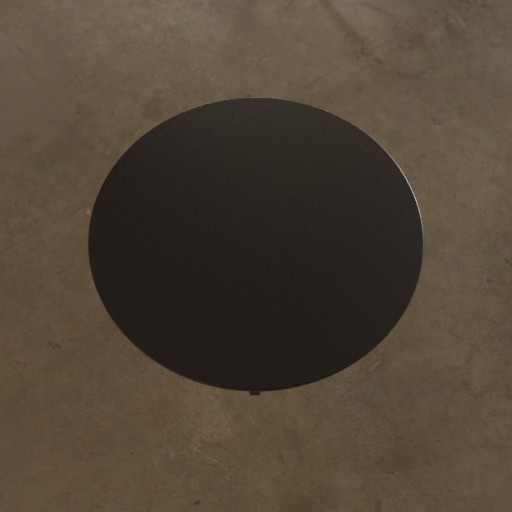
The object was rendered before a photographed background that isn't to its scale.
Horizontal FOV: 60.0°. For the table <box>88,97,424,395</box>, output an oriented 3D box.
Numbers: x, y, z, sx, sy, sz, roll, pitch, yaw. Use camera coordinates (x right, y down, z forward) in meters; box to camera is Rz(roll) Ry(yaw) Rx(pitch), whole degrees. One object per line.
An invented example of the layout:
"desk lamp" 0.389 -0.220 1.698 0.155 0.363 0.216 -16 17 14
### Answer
"table" 0.000 0.000 1.425 0.914 0.457 0.914 0 64 0
